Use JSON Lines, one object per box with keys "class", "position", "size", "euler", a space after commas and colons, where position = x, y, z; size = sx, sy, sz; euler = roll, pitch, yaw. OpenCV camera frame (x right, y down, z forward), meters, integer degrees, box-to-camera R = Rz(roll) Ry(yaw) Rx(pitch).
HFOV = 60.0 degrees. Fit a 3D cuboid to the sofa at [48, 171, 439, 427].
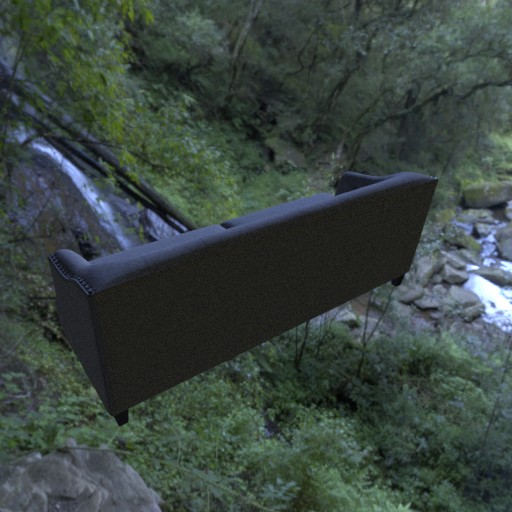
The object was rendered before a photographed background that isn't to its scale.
{"class": "sofa", "position": [0.000, 0.000, 2.752], "size": [2.235, 0.901, 0.914], "euler": [-20, 35, -31]}
